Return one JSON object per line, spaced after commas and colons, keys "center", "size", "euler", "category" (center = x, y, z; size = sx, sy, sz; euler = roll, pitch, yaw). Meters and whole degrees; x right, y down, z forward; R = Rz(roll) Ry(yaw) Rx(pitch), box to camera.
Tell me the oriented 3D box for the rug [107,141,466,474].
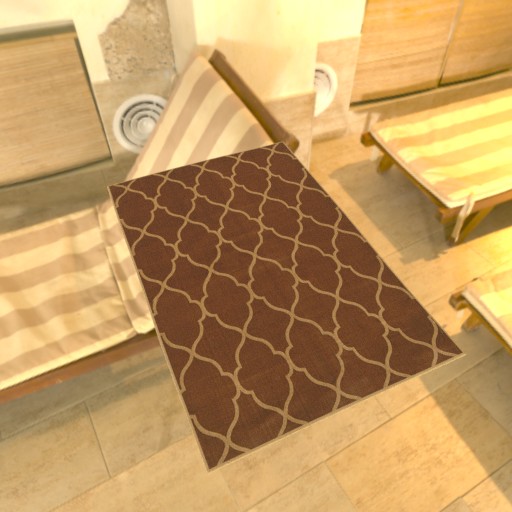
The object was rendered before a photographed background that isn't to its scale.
{"center": [0.000, 0.000, 2.939], "size": [1.526, 0.014, 2.290], "euler": [-18, 50, -16], "category": "rug"}
